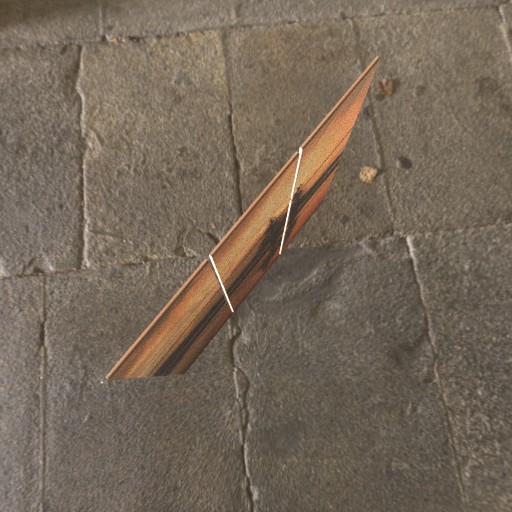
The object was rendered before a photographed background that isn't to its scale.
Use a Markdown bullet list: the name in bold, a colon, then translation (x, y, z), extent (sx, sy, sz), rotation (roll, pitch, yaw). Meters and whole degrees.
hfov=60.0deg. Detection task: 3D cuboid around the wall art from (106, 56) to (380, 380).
- **wall art**: translation (0.000, 0.000, 1.834), extent (0.013, 1.218, 1.216), rotation (38, 79, 9)
